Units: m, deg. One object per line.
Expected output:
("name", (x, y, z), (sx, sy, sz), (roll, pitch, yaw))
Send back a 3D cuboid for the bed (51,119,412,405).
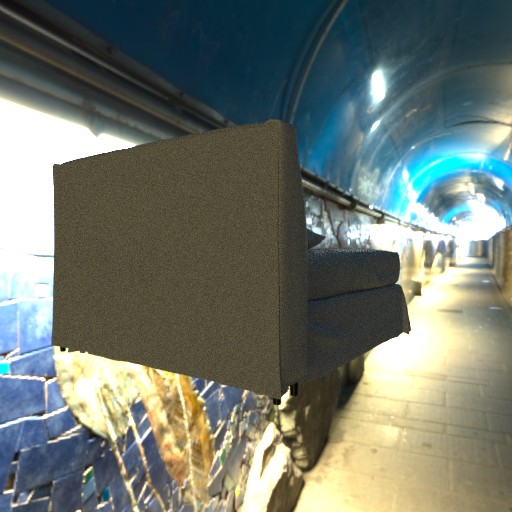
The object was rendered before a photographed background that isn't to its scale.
("bed", (0.000, 0.000, 3.456), (1.925, 1.332, 2.276), (1, 1, 36))
